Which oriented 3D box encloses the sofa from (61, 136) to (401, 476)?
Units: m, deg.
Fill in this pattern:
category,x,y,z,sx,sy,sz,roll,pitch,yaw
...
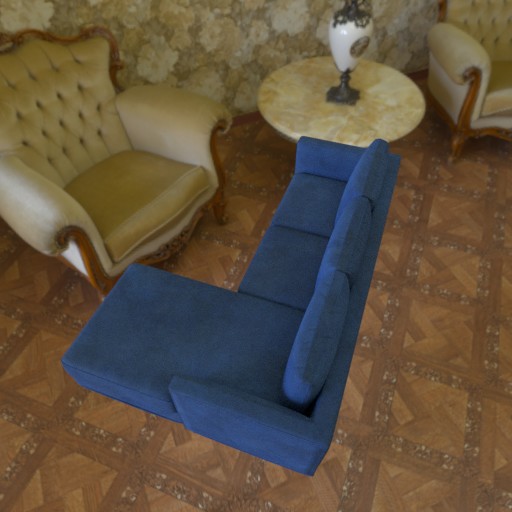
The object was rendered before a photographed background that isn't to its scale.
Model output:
category,x,y,z,sx,sy,sz,roll,pitch,yaw
sofa,0.000,0.000,3.182,1.622,0.987,2.438,15,50,13
